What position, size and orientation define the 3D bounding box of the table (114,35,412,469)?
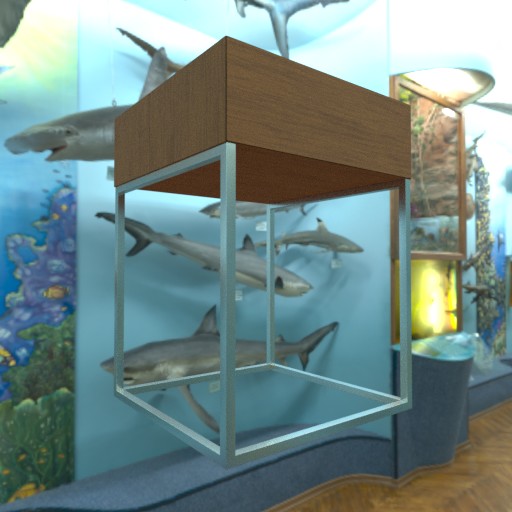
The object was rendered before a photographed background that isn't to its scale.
[{"bbox_3d":[0.000,0.000,0.827,0.397,0.540,0.398,1,-2,-37],"label":"table"}]
